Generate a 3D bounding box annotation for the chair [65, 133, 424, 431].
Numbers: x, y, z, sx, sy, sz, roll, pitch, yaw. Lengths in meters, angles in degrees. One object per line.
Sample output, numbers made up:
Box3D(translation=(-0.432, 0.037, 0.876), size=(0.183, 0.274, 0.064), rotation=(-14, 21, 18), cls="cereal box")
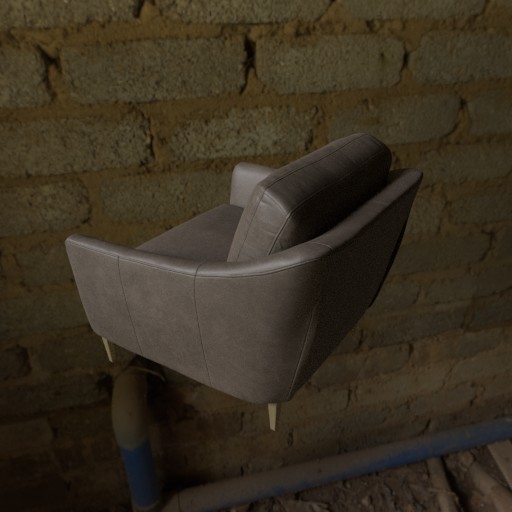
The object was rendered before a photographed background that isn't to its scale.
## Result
Box3D(translation=(0.000, 0.000, 1.692), size=(0.961, 0.901, 0.988), rotation=(21, 37, 31), cls="chair")
